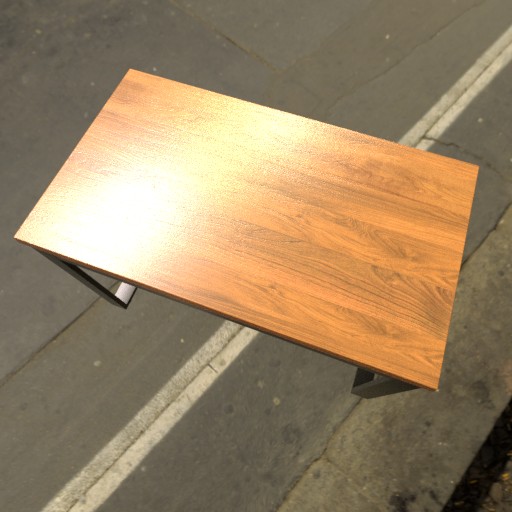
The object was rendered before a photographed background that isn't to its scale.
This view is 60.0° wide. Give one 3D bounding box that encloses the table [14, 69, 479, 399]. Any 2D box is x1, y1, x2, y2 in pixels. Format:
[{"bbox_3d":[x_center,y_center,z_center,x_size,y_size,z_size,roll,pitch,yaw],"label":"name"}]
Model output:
[{"bbox_3d":[0.000,0.000,1.653,1.205,0.760,0.714,18,66,9],"label":"table"}]
